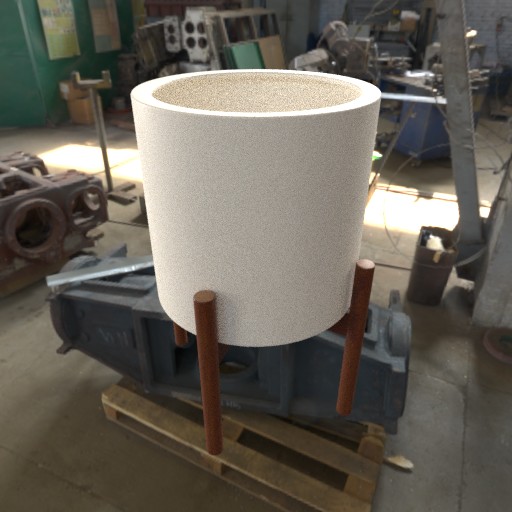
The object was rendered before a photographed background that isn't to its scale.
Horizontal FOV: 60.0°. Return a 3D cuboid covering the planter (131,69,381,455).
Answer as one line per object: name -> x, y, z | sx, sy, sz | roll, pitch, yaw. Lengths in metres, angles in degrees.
planter -> 0.000, 0.000, 0.929 | 0.417, 0.670, 0.417 | -11, 32, -17
